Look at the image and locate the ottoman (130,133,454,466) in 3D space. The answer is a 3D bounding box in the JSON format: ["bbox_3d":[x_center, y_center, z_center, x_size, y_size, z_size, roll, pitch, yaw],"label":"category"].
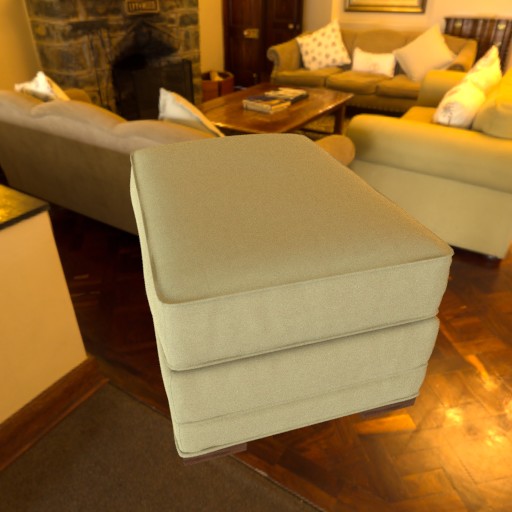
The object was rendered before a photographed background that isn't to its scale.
[{"bbox_3d":[0.000,0.000,1.221,0.611,0.482,0.848,-9,33,-14],"label":"ottoman"}]
